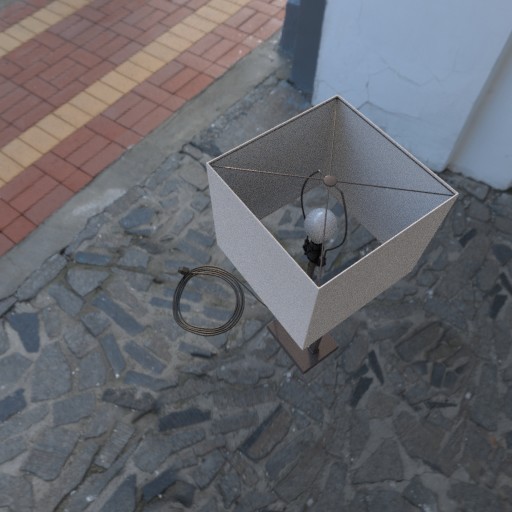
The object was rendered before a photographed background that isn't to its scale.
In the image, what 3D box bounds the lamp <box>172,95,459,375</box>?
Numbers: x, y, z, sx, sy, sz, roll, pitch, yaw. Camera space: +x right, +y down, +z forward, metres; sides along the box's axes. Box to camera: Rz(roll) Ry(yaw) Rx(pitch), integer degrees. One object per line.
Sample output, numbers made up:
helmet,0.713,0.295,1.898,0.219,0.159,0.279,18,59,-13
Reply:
lamp,0.000,0.000,1.001,0.399,0.660,0.504,-32,64,-17
